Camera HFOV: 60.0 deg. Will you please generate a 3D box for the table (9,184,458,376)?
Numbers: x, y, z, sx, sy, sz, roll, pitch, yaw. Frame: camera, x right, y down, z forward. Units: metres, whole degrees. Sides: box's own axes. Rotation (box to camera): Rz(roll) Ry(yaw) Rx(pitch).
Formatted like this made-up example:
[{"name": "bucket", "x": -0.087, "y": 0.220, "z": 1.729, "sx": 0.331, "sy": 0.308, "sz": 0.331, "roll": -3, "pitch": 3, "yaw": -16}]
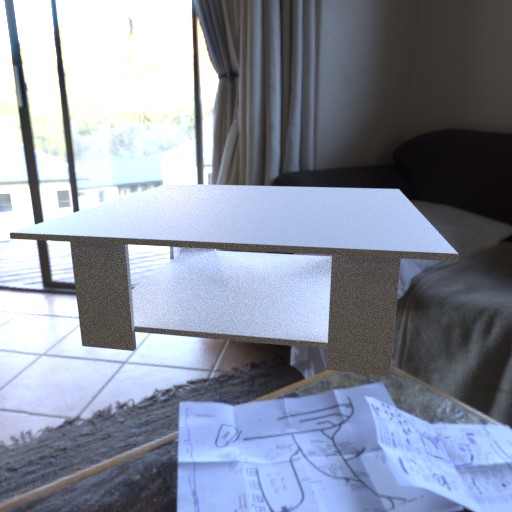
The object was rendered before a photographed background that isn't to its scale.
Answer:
[{"name": "table", "x": 0.000, "y": 0.000, "z": 1.316, "sx": 0.890, "sy": 0.305, "sz": 0.890, "roll": 3, "pitch": 16, "yaw": 10}]
